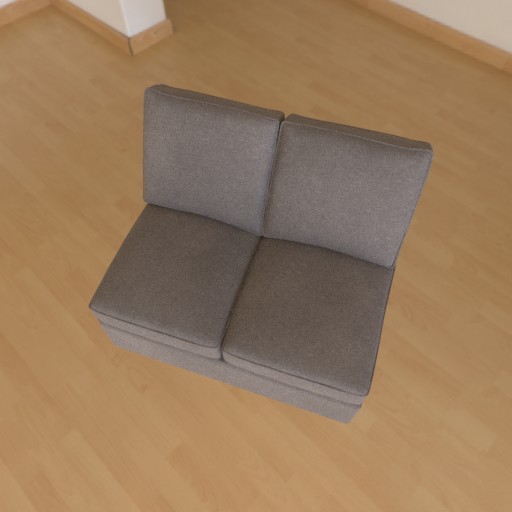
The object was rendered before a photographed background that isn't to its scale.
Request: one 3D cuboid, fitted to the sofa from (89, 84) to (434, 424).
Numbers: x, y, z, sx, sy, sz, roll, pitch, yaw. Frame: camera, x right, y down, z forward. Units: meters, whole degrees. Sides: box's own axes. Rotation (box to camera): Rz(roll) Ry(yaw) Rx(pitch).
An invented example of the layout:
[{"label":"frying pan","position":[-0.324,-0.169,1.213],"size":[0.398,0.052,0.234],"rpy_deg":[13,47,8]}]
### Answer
[{"label":"sofa","position":[0.000,0.000,1.993],"size":[1.237,1.008,0.951],"rpy_deg":[16,59,10]}]
